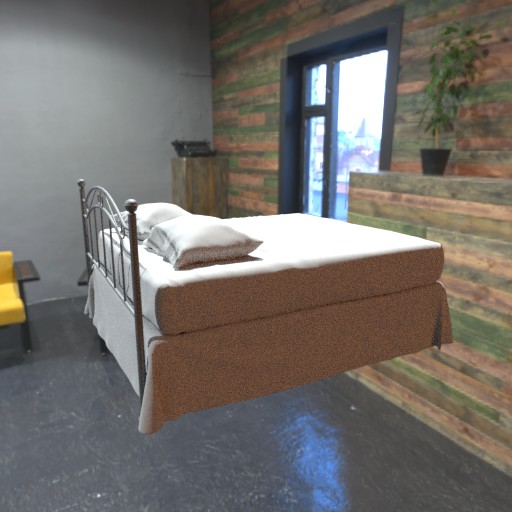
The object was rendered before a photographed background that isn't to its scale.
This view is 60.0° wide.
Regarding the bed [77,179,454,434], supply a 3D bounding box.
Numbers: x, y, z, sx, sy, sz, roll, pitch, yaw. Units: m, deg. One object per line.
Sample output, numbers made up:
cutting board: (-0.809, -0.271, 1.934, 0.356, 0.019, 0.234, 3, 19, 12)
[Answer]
bed: (0.000, 0.000, 3.229, 2.215, 1.080, 1.936, -7, 15, -28)
